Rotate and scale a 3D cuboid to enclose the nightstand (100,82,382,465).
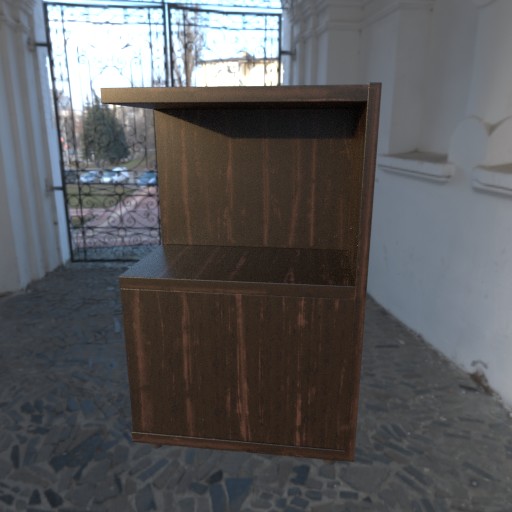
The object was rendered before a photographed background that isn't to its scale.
[{"bbox_3d":[0.000,0.000,0.819,0.356,0.559,0.400,2,16,7],"label":"nightstand"}]
